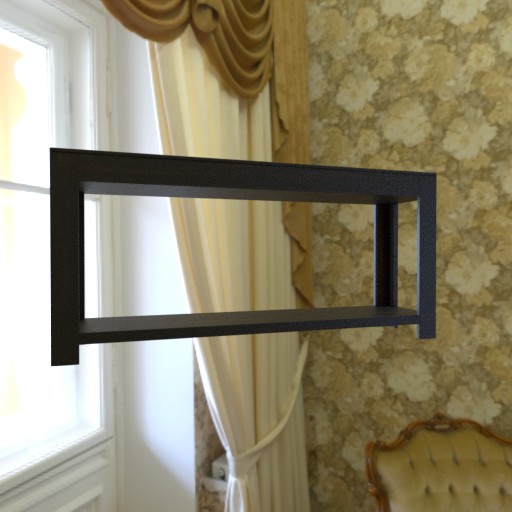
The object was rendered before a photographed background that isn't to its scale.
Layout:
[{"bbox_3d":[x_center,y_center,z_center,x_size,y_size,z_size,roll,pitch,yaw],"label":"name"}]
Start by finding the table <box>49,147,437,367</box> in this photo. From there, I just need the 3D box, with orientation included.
[{"bbox_3d":[0.000,0.000,1.970,1.631,0.762,0.384,0,1,-18],"label":"table"}]
